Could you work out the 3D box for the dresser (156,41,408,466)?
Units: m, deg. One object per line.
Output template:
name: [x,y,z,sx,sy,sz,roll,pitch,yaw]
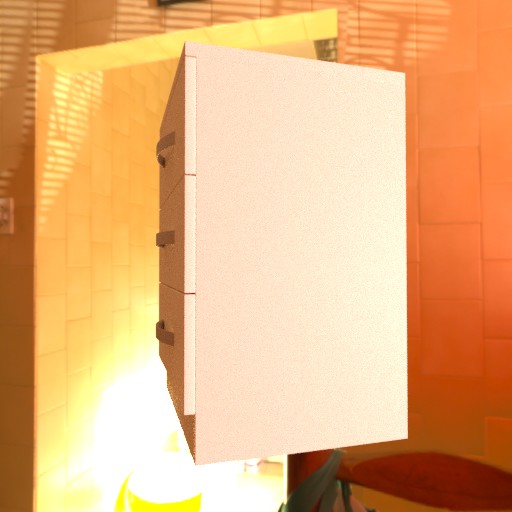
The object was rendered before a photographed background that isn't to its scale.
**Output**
dresser: [0.000,0.000,0.817,0.360,0.560,0.400,0,-1,-17]
